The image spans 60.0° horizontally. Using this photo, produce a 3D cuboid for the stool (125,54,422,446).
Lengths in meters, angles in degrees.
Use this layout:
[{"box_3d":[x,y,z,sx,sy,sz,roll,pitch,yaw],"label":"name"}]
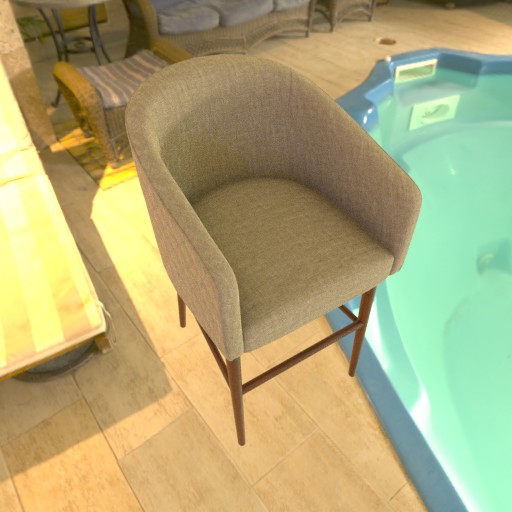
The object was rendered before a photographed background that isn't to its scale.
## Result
[{"box_3d":[0.000,0.000,1.319,0.559,0.952,0.635,-24,49,-22],"label":"stool"}]
